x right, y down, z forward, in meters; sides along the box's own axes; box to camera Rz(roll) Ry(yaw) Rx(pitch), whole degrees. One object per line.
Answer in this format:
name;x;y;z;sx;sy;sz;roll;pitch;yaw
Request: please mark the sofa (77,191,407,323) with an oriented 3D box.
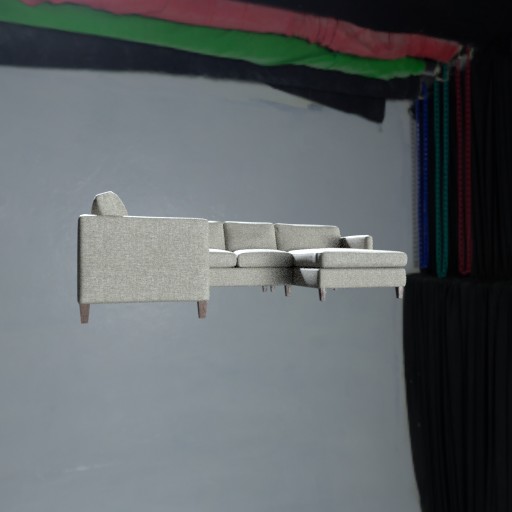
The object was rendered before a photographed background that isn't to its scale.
sofa;0.000;0.000;4.764;3.460;0.959;2.593;0;-1;-19
